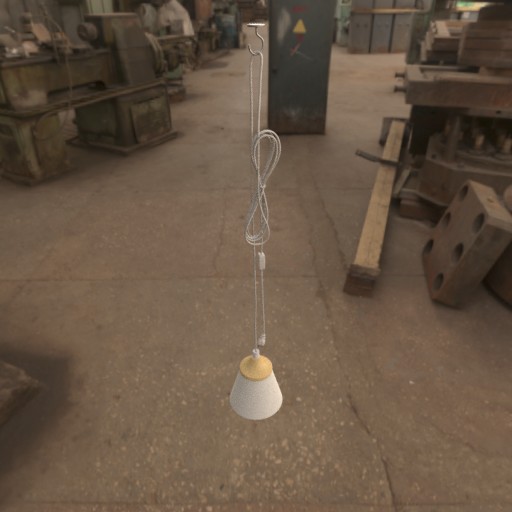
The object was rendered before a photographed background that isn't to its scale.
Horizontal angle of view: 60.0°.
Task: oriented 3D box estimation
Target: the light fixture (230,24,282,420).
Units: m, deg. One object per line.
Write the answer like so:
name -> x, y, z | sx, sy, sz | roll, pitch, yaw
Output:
light fixture -> 0.000, 0.000, 1.041 | 0.153, 0.966, 0.153 | 1, 31, 2
